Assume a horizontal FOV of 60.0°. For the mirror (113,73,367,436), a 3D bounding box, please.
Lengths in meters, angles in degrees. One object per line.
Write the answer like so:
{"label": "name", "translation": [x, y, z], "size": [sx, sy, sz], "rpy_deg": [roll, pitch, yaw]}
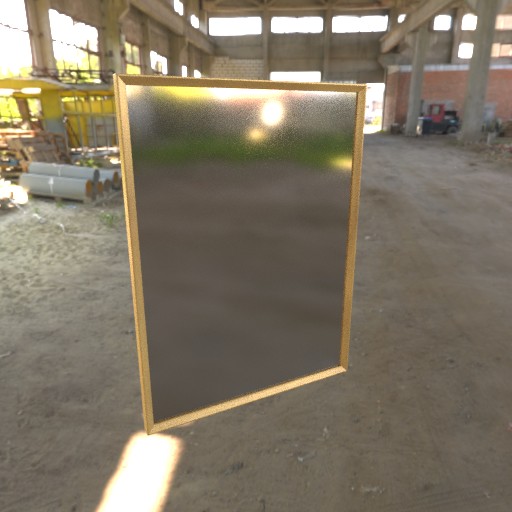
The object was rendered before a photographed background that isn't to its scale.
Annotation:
{"label": "mirror", "translation": [0.000, 0.000, 1.374], "size": [0.762, 1.016, 0.041], "rpy_deg": [-9, 20, -27]}
